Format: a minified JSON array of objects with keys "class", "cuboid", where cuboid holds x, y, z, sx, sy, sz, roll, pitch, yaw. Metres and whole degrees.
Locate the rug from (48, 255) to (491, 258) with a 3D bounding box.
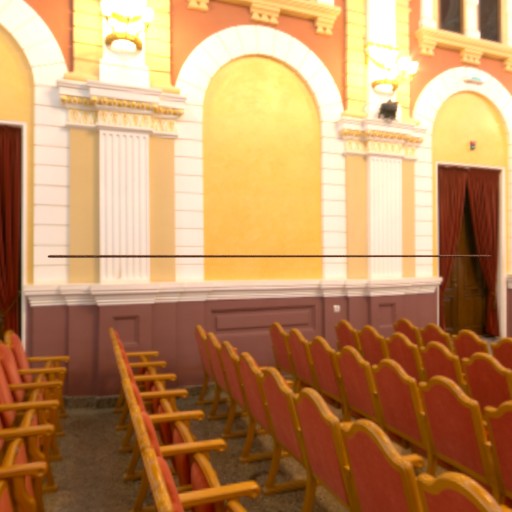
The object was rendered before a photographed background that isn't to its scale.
[{"class":"rug","cuboid":[0.000,0.000,2.820,2.286,0.011,1.524,0,0,-20]}]
